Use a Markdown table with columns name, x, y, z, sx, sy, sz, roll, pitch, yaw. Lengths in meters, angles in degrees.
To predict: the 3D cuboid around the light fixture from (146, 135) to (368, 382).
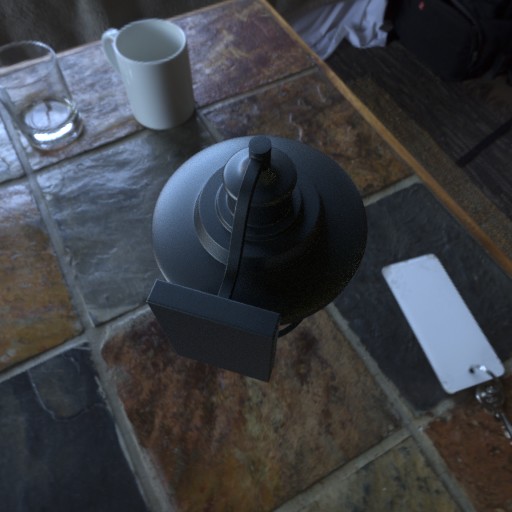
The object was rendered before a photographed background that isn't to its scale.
| name | x | y | z | sx | sy | sz | roll | pitch | yaw |
| --- | --- | --- | --- | --- | --- | --- | --- | --- | --- |
| light fixture | 0.000 | 0.000 | 0.505 | 0.222 | 0.345 | 0.252 | 15 | 63 | 8 |
